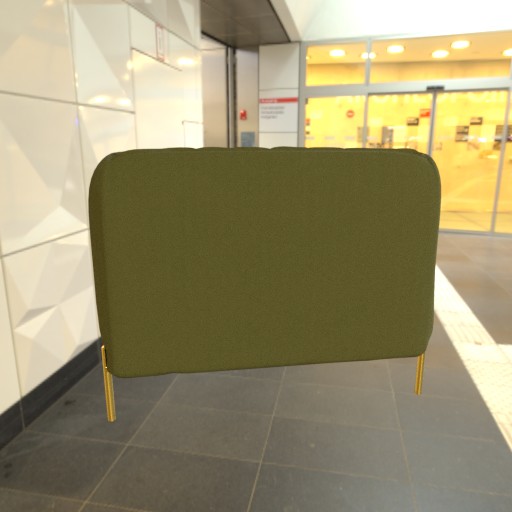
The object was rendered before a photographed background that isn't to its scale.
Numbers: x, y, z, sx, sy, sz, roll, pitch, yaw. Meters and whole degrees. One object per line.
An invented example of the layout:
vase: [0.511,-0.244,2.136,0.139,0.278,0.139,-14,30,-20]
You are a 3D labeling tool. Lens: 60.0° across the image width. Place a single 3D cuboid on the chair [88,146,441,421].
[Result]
chair: [0.000,0.000,1.652,1.032,0.794,0.877,-2,14,-8]
